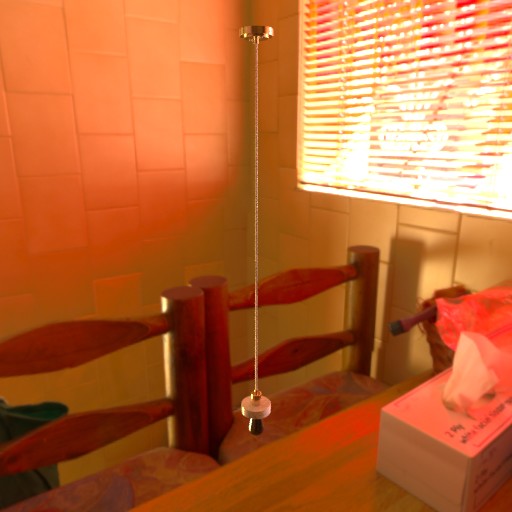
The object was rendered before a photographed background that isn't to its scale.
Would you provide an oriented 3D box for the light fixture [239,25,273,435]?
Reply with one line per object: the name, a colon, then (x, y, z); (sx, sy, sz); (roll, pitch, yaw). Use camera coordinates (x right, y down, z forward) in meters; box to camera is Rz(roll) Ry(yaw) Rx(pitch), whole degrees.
light fixture: (0.000, 0.000, 1.795); (0.129, 1.669, 0.129); (7, 16, 24)
